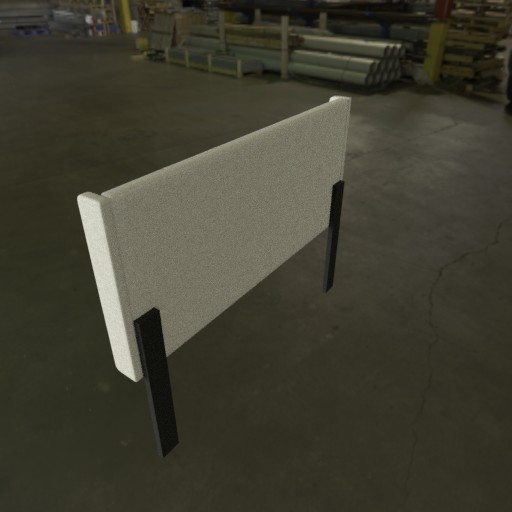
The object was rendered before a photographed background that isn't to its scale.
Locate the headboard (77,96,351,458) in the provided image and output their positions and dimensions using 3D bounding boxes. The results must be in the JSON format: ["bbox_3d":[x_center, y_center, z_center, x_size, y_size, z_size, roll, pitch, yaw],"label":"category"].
[{"bbox_3d":[0.000,0.000,2.712,0.184,1.524,2.051,21,38,30],"label":"headboard"}]
